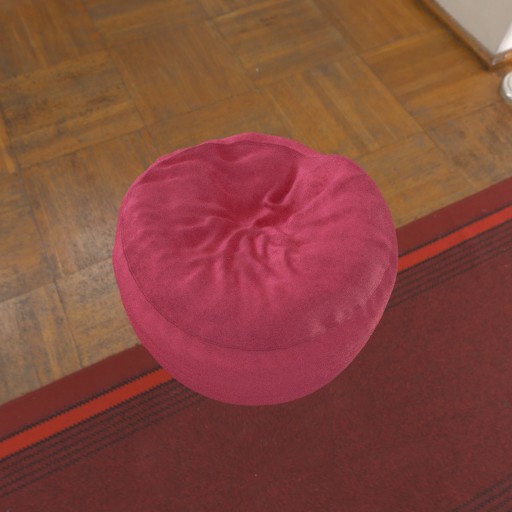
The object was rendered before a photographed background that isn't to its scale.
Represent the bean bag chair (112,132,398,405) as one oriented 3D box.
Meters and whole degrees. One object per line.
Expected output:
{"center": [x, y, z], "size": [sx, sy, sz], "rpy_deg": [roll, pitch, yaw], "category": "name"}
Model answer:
{"center": [0.000, 0.000, 1.988], "size": [1.218, 0.788, 1.218], "rpy_deg": [0, 64, 0], "category": "bean bag chair"}
